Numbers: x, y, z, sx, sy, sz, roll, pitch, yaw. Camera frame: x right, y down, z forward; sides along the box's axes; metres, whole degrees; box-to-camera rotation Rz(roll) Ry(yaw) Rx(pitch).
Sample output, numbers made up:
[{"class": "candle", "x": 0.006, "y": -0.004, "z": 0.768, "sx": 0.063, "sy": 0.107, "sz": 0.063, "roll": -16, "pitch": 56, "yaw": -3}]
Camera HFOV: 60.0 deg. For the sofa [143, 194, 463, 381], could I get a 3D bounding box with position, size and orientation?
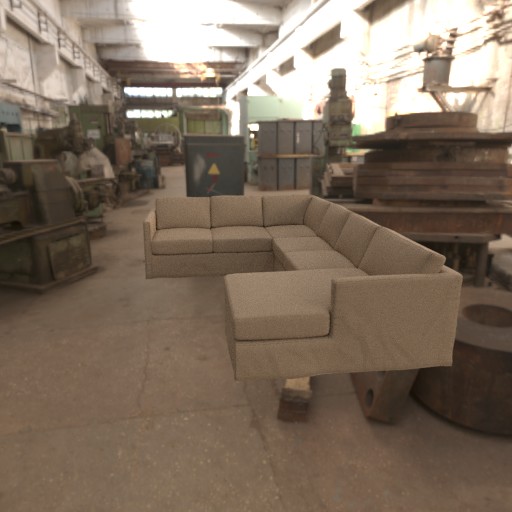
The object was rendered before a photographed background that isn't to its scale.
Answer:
[{"class": "sofa", "x": 0.000, "y": 0.000, "z": 4.583, "sx": 2.427, "sy": 0.882, "sz": 3.460, "roll": -2, "pitch": 15, "yaw": -8}]
